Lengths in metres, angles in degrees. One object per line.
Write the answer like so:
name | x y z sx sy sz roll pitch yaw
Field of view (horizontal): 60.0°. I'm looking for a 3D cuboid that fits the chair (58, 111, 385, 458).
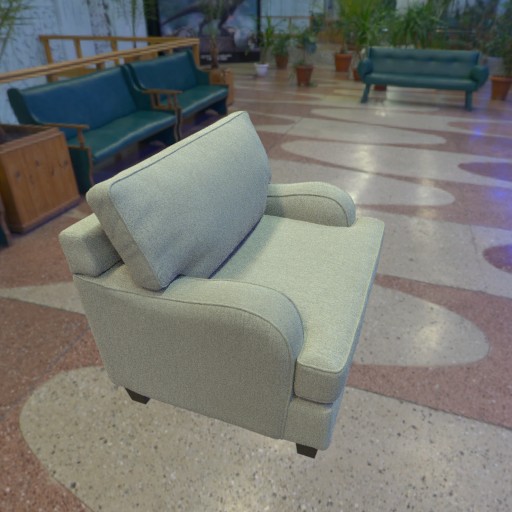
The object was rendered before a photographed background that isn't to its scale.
chair | 0.000 0.000 2.004 1.041 1.016 1.220 11 32 18
